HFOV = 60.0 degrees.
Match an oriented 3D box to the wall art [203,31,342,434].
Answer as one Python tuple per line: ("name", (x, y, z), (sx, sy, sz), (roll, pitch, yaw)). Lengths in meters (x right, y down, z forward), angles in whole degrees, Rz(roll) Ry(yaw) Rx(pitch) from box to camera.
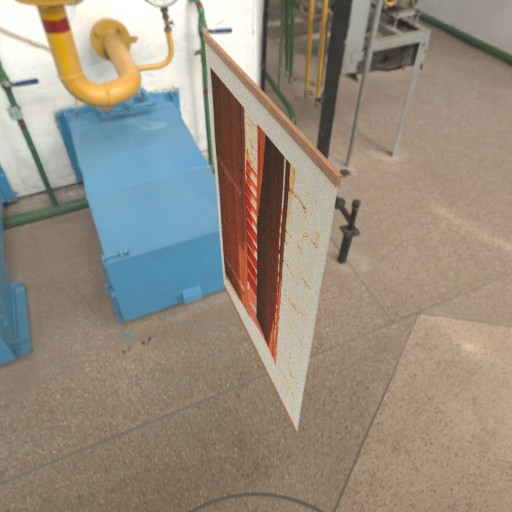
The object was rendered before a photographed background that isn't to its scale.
("wall art", (0.000, 0.000, 1.929), (0.019, 1.527, 1.019), (-17, 49, -16))
